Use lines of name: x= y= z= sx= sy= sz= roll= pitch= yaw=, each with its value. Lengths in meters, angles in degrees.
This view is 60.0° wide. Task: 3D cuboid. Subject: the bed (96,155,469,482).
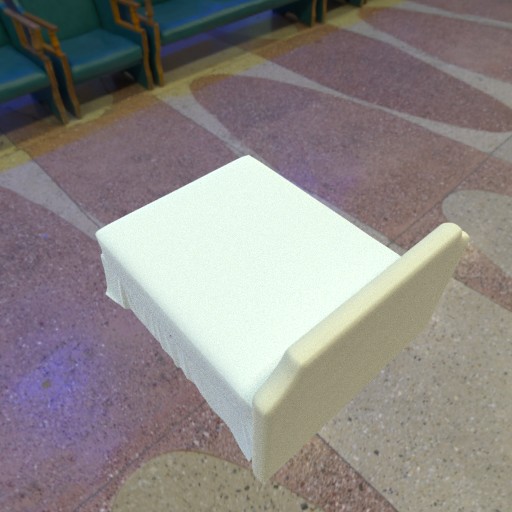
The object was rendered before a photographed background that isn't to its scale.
bed: x=0.000 y=0.000 z=3.347 sx=1.827 sy=1.296 sz=2.209 roll=-33 pitch=55 yaw=-26
